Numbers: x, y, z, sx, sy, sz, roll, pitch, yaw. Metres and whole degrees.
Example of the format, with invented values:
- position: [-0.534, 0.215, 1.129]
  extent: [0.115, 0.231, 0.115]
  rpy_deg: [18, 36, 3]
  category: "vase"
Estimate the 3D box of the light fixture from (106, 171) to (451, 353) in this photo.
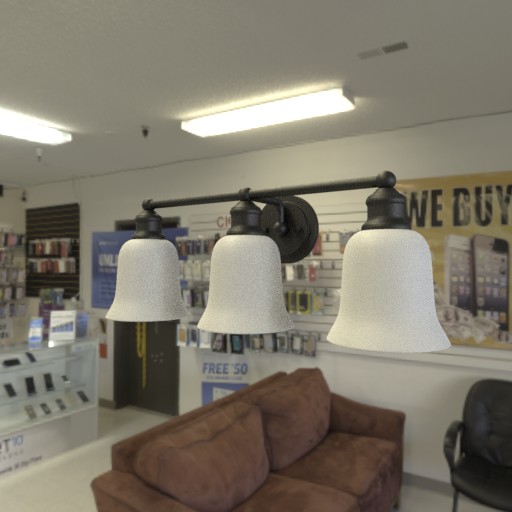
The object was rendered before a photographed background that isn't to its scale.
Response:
- position: [0.000, 0.000, 0.687]
  extent: [0.570, 0.211, 0.198]
  rpy_deg: [0, -1, 35]
  category: "light fixture"
